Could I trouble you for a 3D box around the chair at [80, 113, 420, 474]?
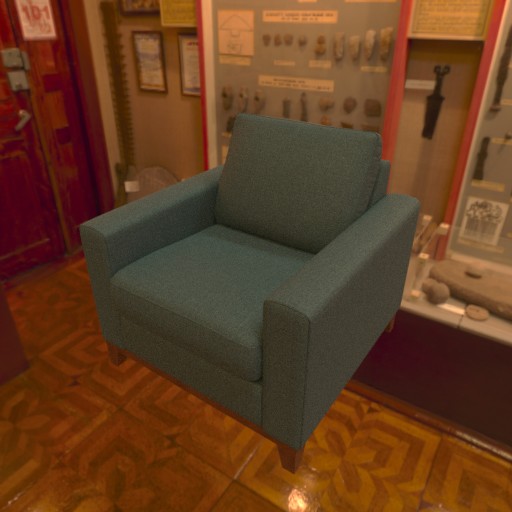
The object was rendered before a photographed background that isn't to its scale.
[{"bbox_3d":[0.000,0.000,1.886,1.024,1.010,1.038,19,35,30],"label":"chair"}]
